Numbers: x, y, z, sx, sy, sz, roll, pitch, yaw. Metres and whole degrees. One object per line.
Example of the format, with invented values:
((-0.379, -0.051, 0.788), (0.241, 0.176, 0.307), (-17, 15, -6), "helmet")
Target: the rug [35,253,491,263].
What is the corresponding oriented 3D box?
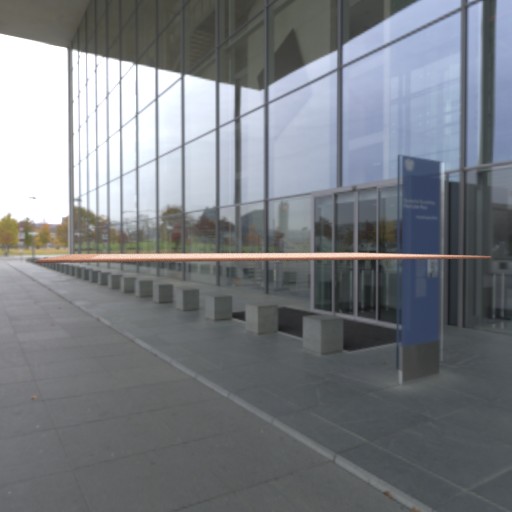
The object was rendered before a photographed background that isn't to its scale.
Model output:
((0.000, 0.000, 2.976), (2.438, 0.014, 1.524), (0, 1, -17), "rug")
